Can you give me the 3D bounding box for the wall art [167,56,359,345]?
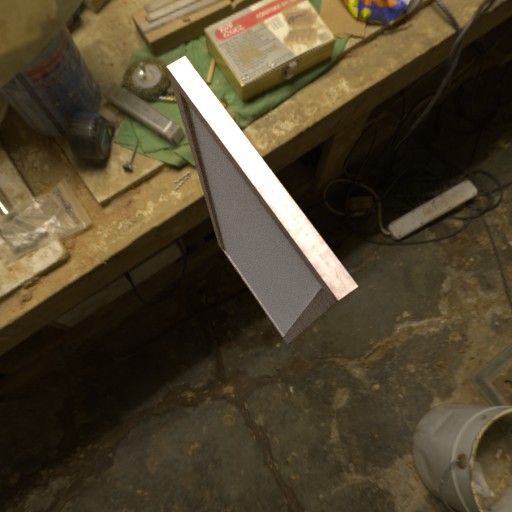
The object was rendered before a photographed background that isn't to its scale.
[{"bbox_3d":[0.000,0.000,1.646,0.051,1.461,0.648,-33,78,-8],"label":"wall art"}]
